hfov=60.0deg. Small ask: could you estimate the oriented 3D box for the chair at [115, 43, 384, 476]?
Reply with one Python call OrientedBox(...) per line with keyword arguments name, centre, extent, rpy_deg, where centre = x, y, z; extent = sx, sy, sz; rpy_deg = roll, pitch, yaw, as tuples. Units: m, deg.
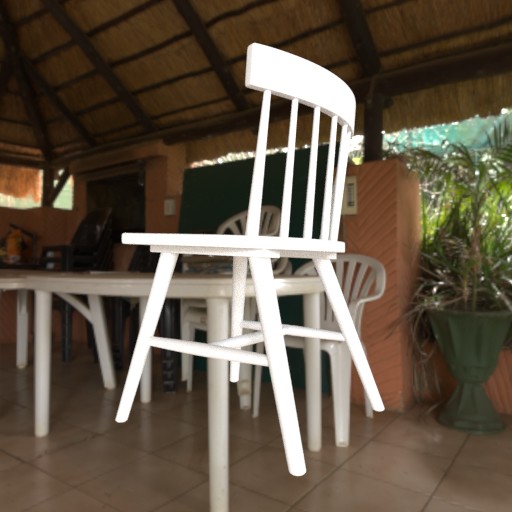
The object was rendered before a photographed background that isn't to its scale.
OrientedBox(name="chair", centre=(0.000, 0.000, 1.101), extent=(0.500, 0.787, 0.483), rpy_deg=(-1, -1, 35))
